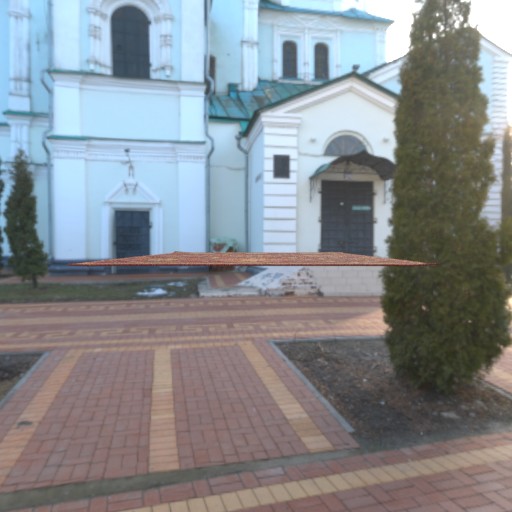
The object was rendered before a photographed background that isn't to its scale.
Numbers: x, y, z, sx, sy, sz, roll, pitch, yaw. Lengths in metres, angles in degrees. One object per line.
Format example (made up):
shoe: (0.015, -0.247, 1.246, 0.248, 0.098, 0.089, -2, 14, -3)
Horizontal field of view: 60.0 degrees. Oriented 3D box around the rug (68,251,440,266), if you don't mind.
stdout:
rug: (0.000, 0.000, 2.938, 1.521, 0.026, 2.286, 0, 2, 1)
